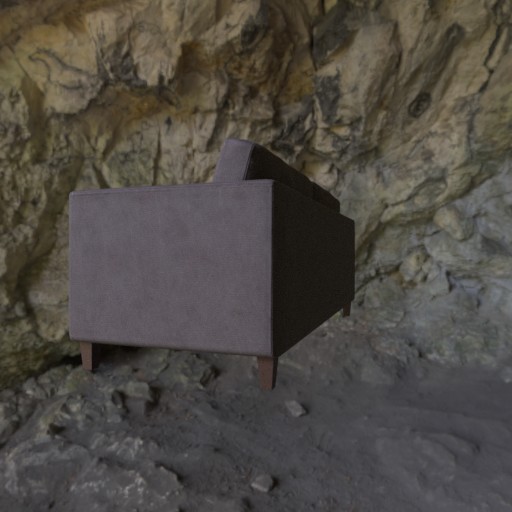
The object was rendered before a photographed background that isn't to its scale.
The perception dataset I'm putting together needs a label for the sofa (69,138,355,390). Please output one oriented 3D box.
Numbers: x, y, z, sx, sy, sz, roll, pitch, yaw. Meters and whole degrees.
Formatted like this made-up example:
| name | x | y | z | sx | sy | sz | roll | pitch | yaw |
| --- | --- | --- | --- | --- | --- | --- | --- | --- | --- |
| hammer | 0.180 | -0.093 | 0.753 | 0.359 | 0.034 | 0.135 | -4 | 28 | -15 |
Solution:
| name | x | y | z | sx | sy | sz | roll | pitch | yaw |
| --- | --- | --- | --- | --- | --- | --- | --- | --- | --- |
| sofa | 0.000 | 0.000 | 2.735 | 0.951 | 0.965 | 2.208 | 0 | 1 | 20 |
